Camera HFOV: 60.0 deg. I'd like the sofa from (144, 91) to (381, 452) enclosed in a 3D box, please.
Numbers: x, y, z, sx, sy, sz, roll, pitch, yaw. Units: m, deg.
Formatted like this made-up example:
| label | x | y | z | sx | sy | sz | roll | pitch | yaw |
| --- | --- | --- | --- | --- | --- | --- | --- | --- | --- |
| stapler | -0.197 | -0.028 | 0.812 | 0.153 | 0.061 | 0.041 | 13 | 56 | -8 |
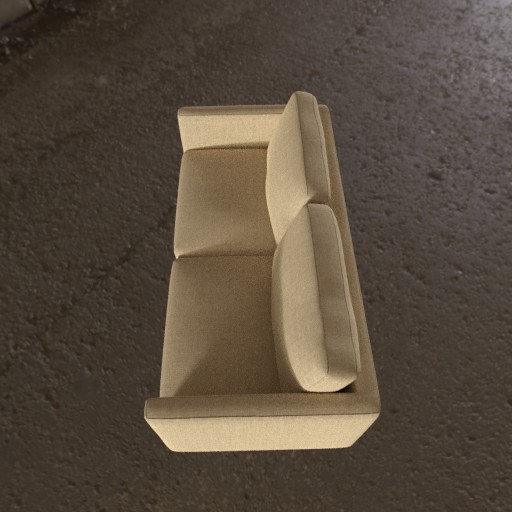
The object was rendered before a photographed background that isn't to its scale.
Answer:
| label | x | y | z | sx | sy | sz | roll | pitch | yaw |
| --- | --- | --- | --- | --- | --- | --- | --- | --- | --- |
| sofa | 0.000 | 0.000 | 2.437 | 0.950 | 0.963 | 1.884 | -1 | 57 | -1 |
